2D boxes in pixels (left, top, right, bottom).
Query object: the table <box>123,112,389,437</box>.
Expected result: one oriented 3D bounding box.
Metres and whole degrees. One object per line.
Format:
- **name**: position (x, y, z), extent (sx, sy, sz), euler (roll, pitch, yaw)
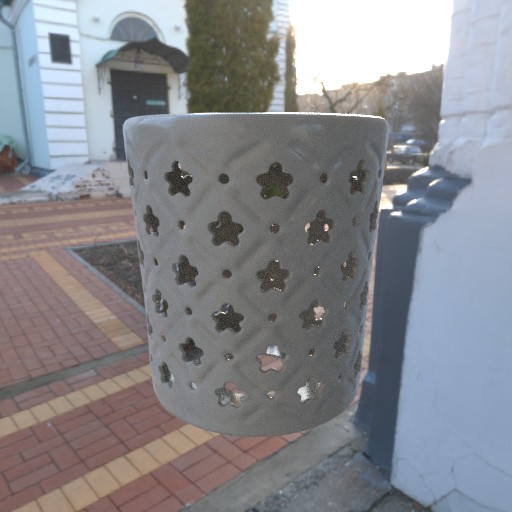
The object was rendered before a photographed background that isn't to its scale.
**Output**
- **table**: position (0.000, 0.000, 0.650), extent (0.352, 0.387, 0.352), euler (0, 15, 0)
